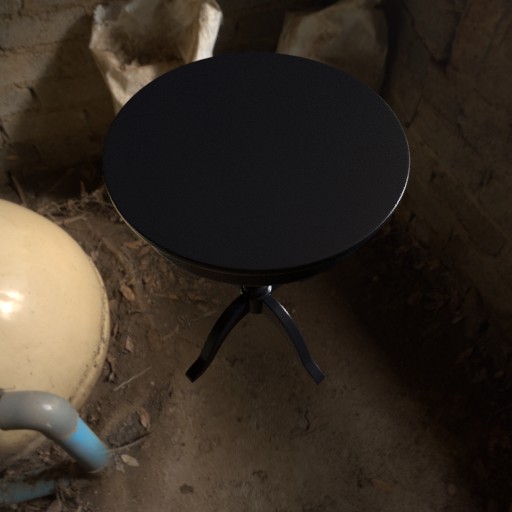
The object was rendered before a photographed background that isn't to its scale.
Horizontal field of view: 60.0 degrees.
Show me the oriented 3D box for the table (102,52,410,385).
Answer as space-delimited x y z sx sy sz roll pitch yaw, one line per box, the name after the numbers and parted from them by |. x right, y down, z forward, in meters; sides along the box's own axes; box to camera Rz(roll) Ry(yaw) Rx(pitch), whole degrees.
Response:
0.000 0.000 0.973 0.481 0.665 0.481 0 57 0 | table
